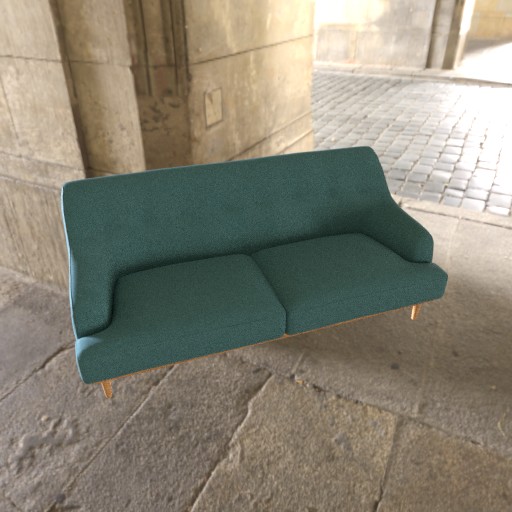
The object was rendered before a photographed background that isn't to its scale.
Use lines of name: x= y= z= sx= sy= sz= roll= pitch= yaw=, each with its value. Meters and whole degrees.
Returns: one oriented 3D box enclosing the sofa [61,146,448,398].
sofa: x=0.000 y=0.000 z=2.607 sx=2.057 sy=0.871 sz=0.978 roll=-11 pitch=33 yaw=-16
